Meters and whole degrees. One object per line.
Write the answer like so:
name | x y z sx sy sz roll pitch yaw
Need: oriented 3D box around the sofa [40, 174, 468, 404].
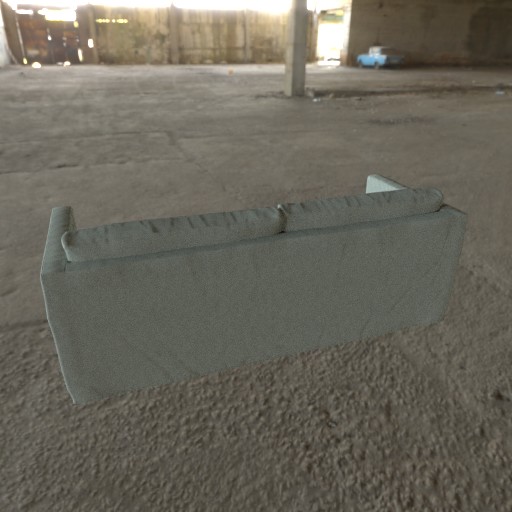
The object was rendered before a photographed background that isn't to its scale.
sofa | 0.000 0.000 2.732 2.312 0.853 0.962 -9 27 -17
